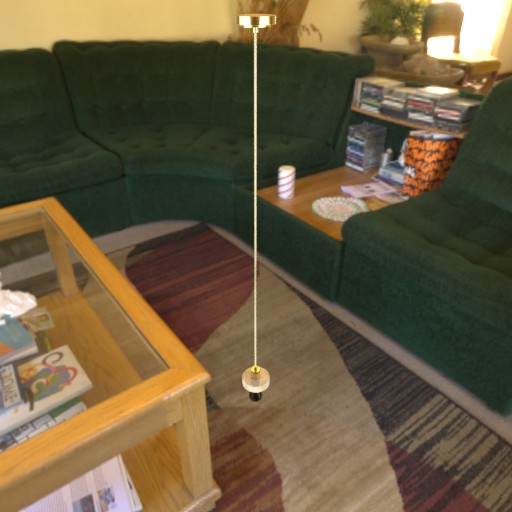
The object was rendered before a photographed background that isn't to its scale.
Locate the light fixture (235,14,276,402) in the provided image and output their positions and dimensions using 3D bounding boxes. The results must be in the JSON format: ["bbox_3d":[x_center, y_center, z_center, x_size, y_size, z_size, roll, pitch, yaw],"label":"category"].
[{"bbox_3d":[0.000,0.000,1.745,0.129,1.669,0.129,21,38,30],"label":"light fixture"}]
